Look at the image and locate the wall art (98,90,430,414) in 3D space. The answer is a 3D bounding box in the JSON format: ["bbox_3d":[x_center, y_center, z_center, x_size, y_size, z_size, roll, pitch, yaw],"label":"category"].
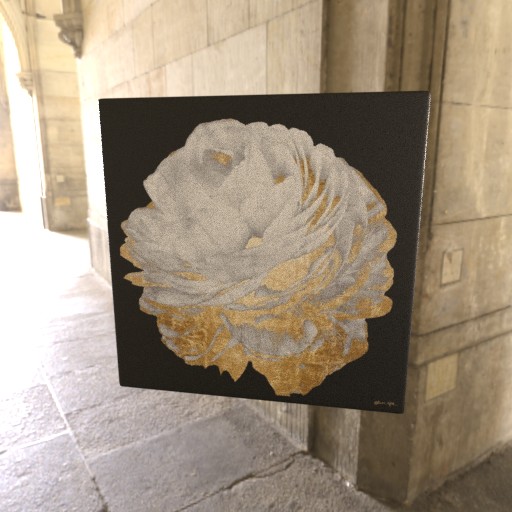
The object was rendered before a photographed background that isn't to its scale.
[{"bbox_3d":[0.000,0.000,0.597,0.406,0.407,0.041,2,13,10],"label":"wall art"}]
